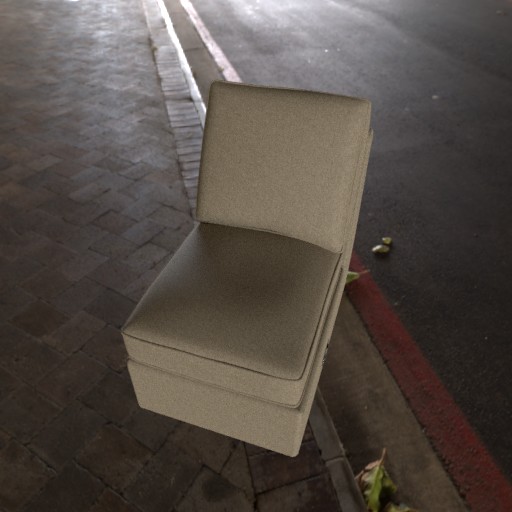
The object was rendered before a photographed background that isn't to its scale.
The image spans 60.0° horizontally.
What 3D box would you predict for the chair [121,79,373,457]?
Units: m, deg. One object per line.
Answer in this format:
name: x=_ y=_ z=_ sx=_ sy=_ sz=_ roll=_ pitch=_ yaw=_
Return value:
chair: x=0.000 y=0.000 z=1.720 sx=0.674 sy=1.058 sz=1.020 roll=12 pitch=41 yaw=14
